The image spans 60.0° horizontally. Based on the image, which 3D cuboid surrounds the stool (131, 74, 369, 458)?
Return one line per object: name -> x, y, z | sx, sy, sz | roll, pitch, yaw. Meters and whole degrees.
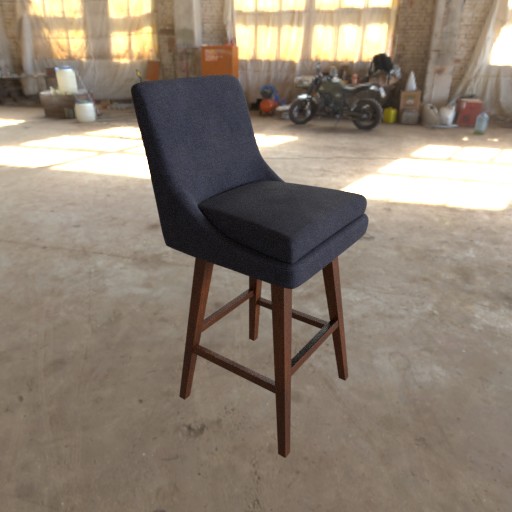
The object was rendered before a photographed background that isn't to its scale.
stool -> 0.000, 0.000, 1.451 | 0.572, 1.068, 0.489 | 17, 31, 32
